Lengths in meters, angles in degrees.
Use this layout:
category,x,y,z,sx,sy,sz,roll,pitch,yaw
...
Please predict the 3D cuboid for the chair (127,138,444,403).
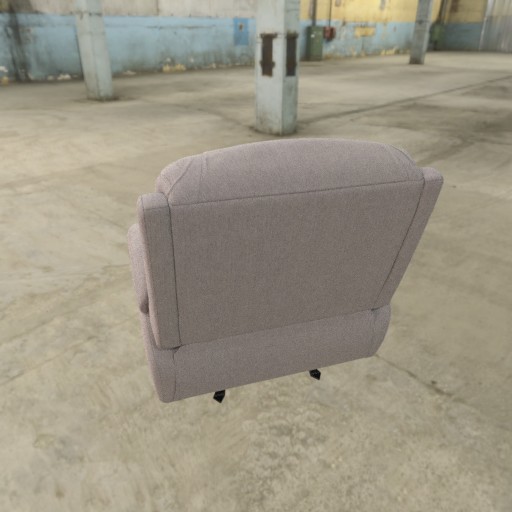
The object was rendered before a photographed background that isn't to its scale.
category,x,y,z,sx,sy,sz,roll,pitch,yaw
chair,0.000,0.000,1.708,0.930,1.011,0.899,-8,27,-16
